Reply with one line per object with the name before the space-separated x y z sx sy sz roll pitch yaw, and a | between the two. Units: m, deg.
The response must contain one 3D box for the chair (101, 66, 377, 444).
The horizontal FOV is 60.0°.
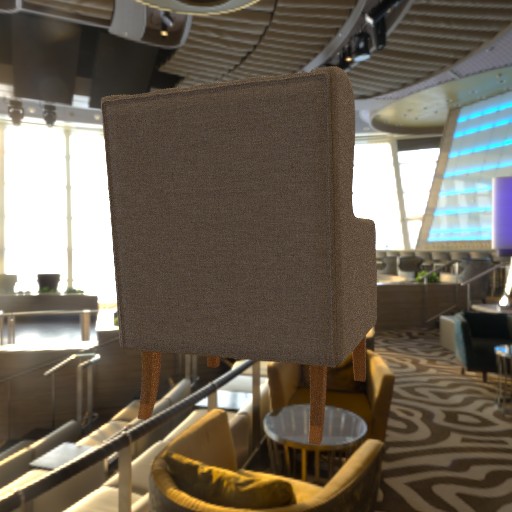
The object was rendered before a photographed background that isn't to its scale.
chair | 0.000 0.000 1.433 0.710 0.930 0.760 0 1 19
